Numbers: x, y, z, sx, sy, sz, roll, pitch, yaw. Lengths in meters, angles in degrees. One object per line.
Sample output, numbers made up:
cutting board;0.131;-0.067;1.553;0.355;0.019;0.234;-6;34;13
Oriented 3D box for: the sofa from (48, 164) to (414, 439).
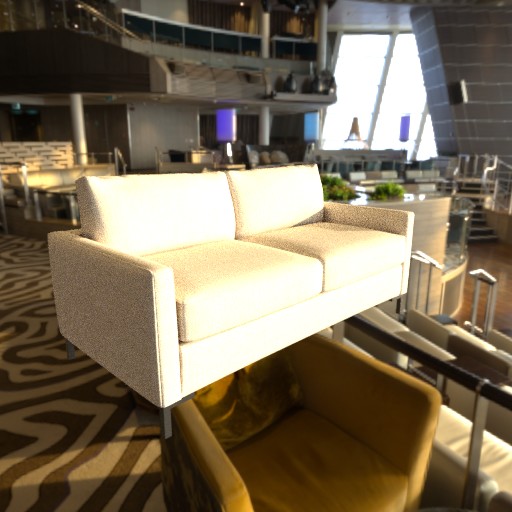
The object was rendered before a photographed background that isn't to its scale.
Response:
sofa;0.000;0.000;2.139;1.651;0.812;0.839;-14;20;-43
